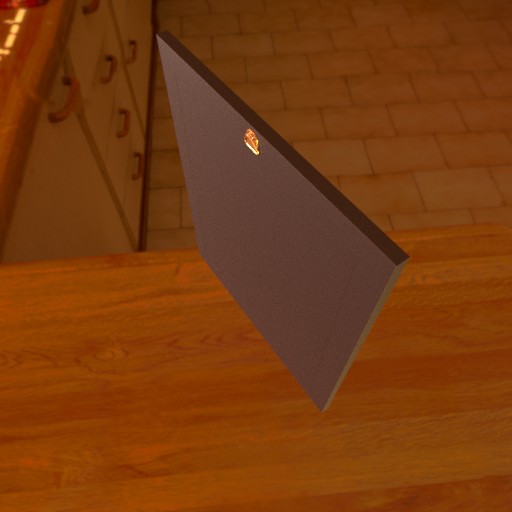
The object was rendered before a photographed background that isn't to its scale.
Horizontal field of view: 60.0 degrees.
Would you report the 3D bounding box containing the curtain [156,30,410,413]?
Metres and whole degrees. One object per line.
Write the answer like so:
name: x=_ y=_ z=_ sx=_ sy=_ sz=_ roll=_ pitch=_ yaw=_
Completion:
curtain: x=0.000 y=0.000 z=0.783 sx=0.027 sy=0.585 sz=0.483 roll=-31 pitch=62 yaw=-18
